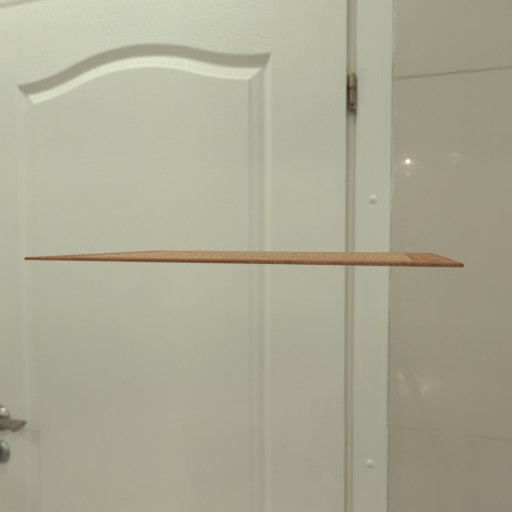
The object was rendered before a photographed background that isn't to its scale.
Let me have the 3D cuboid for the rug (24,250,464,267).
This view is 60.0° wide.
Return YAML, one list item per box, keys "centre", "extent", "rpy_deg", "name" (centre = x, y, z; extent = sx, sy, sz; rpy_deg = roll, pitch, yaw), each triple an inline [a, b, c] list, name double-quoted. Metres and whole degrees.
- centre: [0.000, 0.000, 2.326]
  extent: [1.829, 0.014, 1.219]
  rpy_deg: [1, 2, 17]
  name: "rug"
